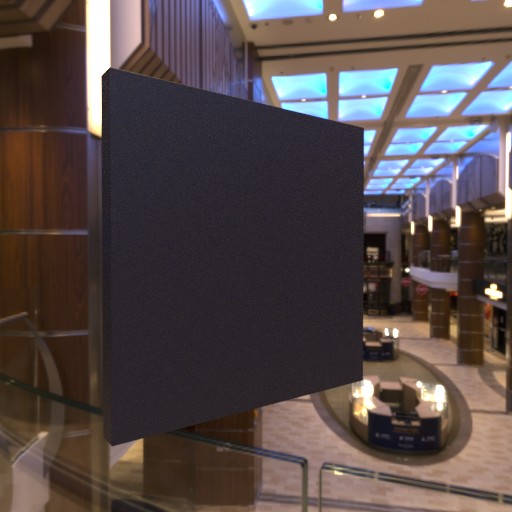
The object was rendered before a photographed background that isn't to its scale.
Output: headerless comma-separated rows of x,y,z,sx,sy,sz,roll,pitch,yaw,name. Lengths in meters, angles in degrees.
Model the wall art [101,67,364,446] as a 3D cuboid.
0.000,0.000,0.756,0.507,0.507,0.038,-1,1,-36,wall art
